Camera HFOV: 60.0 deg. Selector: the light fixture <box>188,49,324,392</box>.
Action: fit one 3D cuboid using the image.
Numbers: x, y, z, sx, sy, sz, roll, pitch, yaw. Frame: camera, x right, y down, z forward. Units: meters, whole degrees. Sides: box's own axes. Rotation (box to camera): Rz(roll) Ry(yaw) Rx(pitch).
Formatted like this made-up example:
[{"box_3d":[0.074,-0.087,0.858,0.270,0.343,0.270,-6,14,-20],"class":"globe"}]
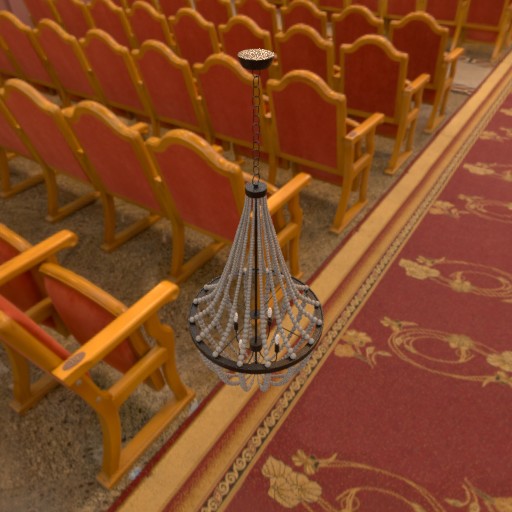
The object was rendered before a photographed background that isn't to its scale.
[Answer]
[{"box_3d":[0.000,0.000,1.315,0.450,1.133,0.450,0,40,0],"class":"light fixture"}]
